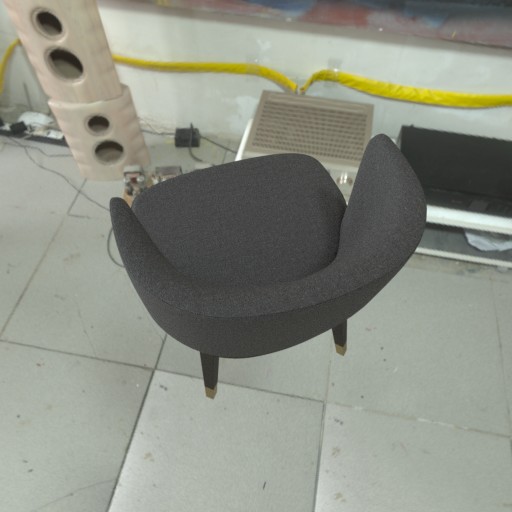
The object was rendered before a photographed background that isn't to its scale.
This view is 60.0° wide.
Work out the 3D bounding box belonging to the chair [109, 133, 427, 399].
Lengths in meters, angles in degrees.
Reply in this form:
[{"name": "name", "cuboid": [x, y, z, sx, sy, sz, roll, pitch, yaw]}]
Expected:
[{"name": "chair", "cuboid": [0.000, 0.000, 1.226, 0.639, 0.695, 0.698, -16, 57, -10]}]
